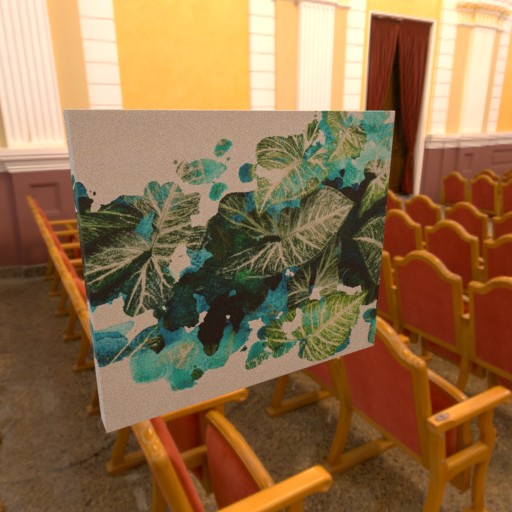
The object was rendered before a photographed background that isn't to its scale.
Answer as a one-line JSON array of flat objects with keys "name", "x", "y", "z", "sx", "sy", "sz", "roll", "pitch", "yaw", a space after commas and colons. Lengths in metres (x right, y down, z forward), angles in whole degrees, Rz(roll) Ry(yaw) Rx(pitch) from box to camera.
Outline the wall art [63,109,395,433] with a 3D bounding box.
[{"name": "wall art", "x": 0.000, "y": 0.000, "z": 0.696, "sx": 0.507, "sy": 0.435, "sz": 0.041, "roll": -10, "pitch": 20, "yaw": -28}]
